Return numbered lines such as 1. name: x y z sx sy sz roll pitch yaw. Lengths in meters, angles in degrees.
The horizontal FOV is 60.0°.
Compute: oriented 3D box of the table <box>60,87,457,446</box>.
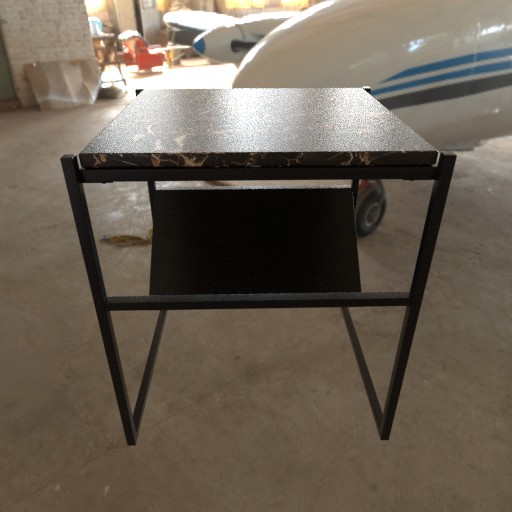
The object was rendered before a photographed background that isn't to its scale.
1. table: 0.000 0.000 0.844 0.469 0.534 0.432 -1 31 -1
